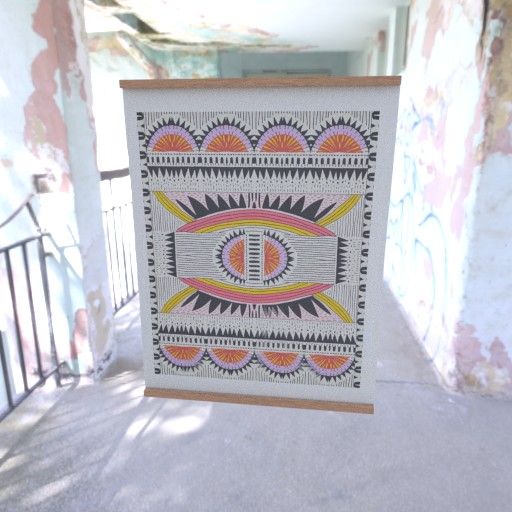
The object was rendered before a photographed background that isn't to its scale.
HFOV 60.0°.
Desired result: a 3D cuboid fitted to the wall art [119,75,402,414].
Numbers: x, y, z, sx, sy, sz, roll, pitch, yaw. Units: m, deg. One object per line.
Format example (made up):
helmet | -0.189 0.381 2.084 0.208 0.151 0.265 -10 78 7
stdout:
wall art | 0.000 0.000 0.707 0.403 0.527 0.028 2 16 7
